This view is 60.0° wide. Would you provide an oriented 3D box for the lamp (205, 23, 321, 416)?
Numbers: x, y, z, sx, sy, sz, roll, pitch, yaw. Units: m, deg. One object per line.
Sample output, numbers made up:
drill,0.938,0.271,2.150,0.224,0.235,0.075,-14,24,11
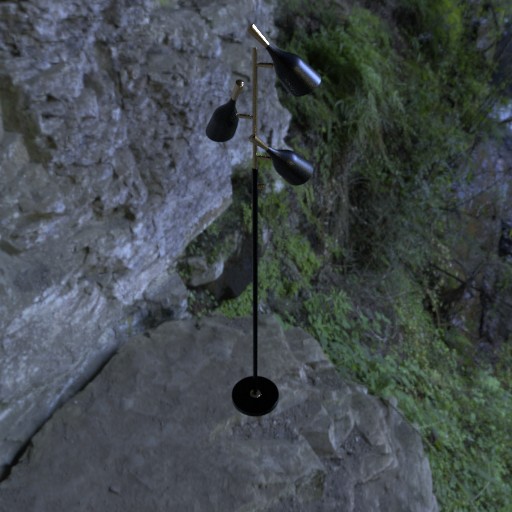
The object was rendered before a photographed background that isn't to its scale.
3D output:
lamp,0.000,0.000,1.896,0.434,1.778,0.253,11,34,17
